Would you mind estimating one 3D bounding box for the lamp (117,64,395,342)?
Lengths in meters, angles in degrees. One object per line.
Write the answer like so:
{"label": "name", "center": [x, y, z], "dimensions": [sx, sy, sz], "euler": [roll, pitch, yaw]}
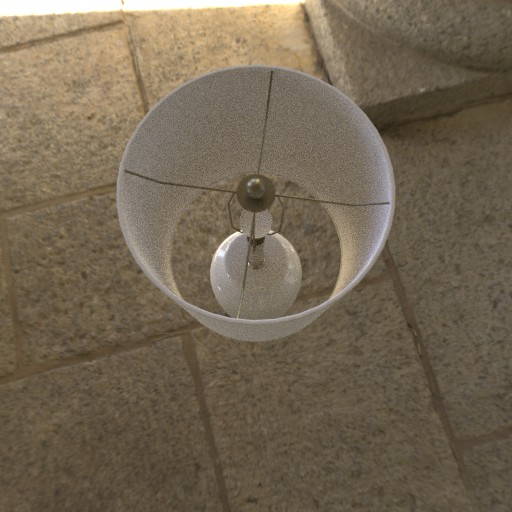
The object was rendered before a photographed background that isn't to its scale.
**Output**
{"label": "lamp", "center": [0.000, 0.000, 0.488], "dimensions": [0.188, 0.392, 0.188], "euler": [-43, 80, -10]}
